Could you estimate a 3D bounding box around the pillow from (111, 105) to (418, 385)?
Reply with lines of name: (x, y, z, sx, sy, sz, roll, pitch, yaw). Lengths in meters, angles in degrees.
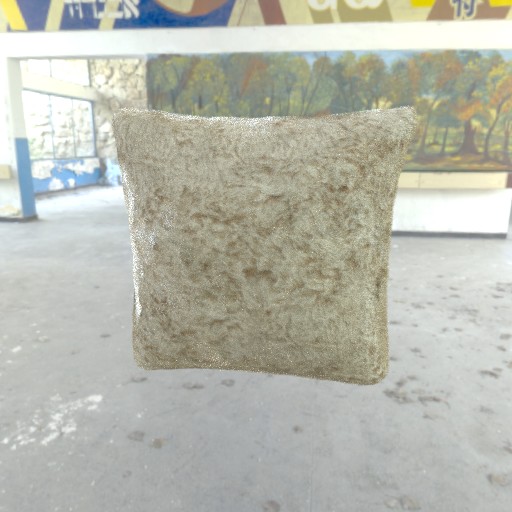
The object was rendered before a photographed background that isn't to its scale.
pillow: (0.000, 0.000, 0.809, 0.538, 0.525, 0.216, 2, 14, 9)
